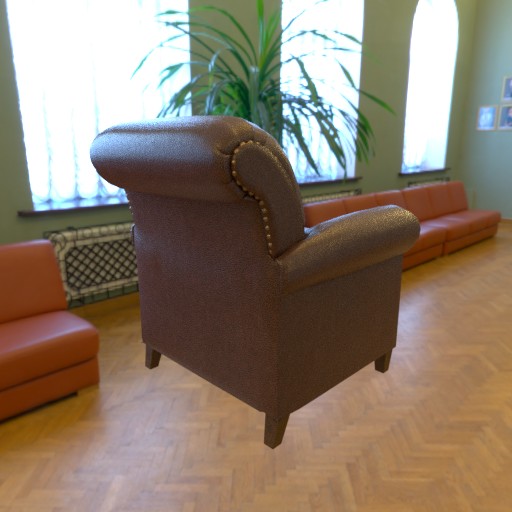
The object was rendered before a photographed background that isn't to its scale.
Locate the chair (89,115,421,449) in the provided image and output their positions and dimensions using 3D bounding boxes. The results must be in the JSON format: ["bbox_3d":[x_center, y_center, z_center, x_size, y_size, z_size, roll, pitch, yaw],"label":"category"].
[{"bbox_3d":[0.000,0.000,1.582,0.890,0.927,0.854,-14,20,-43],"label":"chair"}]
